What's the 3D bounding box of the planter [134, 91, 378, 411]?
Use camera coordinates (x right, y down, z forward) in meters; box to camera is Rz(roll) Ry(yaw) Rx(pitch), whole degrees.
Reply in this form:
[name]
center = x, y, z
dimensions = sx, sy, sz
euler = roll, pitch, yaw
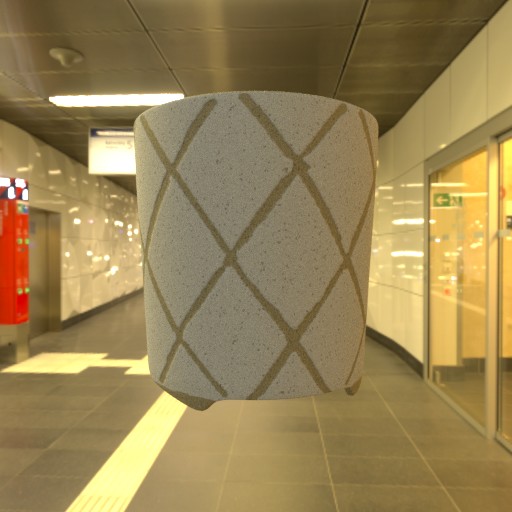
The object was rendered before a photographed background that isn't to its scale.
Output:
[planter]
center = 0.000, 0.000, 0.359
dimensions = 0.191, 0.199, 0.191
euler = 0, 1, 0
